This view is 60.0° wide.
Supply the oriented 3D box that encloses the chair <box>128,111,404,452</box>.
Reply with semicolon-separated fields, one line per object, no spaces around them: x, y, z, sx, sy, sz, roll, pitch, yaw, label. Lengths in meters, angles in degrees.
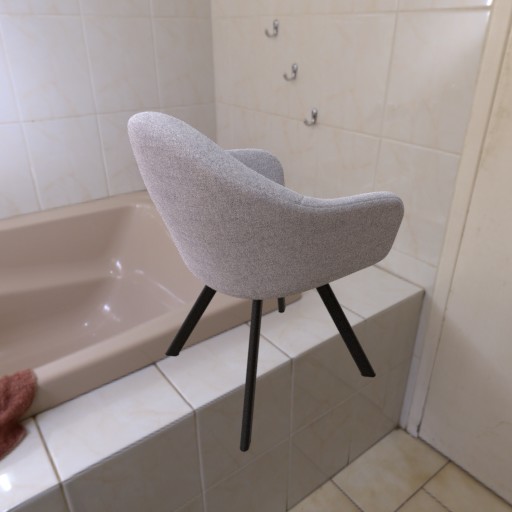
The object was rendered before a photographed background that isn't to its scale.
0.000;0.000;1.184;0.570;0.780;0.540;-17;32;-31;chair
